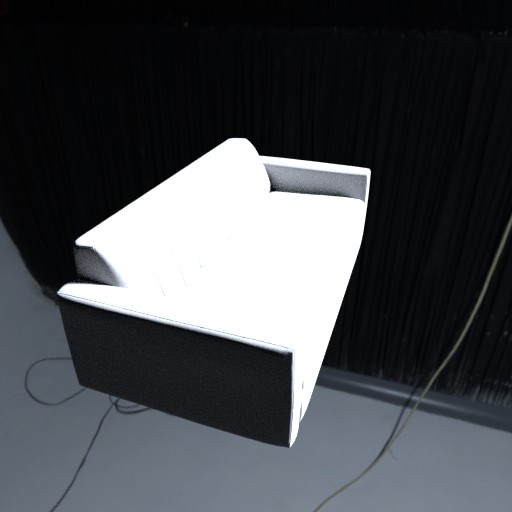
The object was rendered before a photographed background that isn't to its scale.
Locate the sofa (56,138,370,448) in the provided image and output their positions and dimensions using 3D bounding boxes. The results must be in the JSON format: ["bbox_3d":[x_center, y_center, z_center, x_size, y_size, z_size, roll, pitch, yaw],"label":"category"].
[{"bbox_3d":[0.000,0.000,2.409,0.969,0.814,1.895,10,32,17],"label":"sofa"}]
